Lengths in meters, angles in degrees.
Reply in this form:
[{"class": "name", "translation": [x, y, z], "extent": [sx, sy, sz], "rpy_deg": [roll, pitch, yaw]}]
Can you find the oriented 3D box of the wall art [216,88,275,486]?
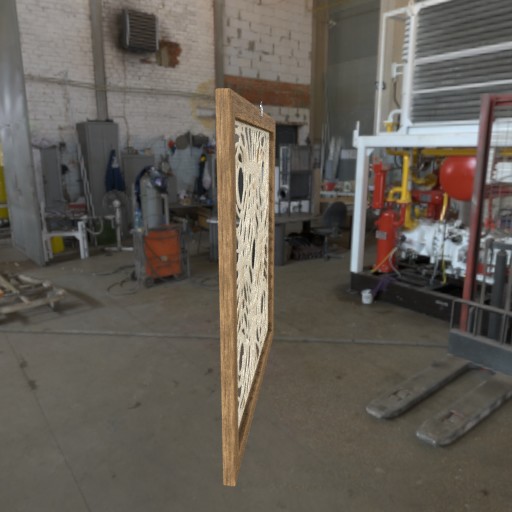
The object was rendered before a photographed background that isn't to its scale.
[{"class": "wall art", "translation": [0.000, 0.000, 0.866], "extent": [0.021, 0.576, 0.561], "rpy_deg": [2, 13, 8]}]
